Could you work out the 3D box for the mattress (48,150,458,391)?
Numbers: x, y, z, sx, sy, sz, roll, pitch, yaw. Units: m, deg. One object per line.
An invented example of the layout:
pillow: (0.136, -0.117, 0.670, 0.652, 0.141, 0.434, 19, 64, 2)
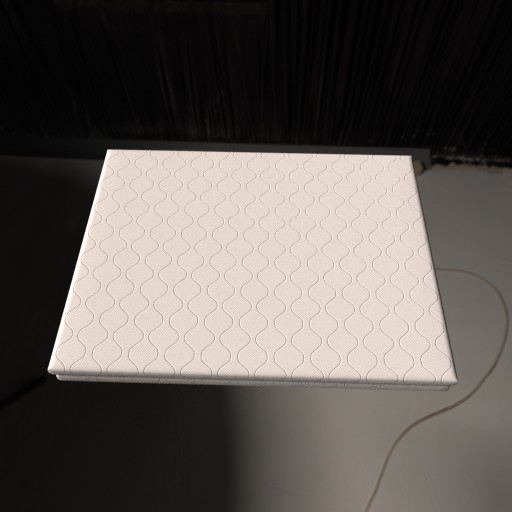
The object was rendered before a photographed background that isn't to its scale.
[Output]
mattress: (0.000, 0.000, 2.468, 1.900, 0.200, 1.400, 1, 59, 1)
